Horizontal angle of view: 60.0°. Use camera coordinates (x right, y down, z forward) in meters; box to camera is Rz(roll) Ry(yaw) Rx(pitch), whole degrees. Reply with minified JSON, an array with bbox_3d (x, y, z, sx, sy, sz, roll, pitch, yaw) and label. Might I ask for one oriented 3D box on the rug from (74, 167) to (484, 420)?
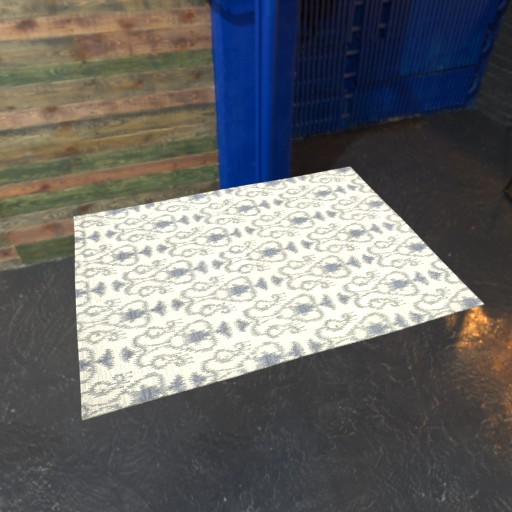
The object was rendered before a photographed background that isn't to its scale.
[{"bbox_3d":[0.000,0.000,2.907,2.261,0.013,1.676,-12,43,-14],"label":"rug"}]
